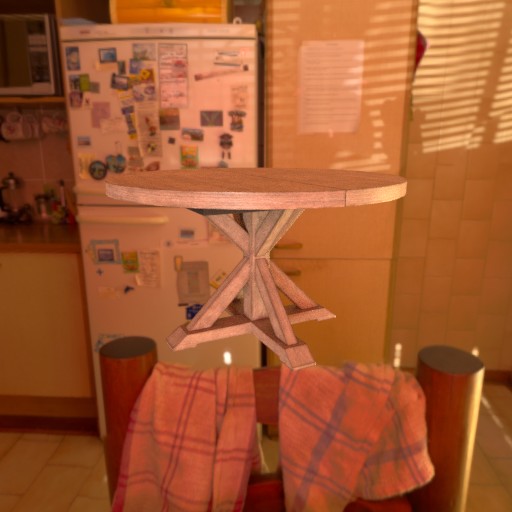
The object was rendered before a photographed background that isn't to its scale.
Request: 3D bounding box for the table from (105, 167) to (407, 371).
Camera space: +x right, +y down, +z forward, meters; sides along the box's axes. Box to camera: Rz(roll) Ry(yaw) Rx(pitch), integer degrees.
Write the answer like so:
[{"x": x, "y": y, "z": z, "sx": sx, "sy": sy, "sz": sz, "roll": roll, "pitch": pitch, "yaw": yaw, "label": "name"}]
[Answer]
[{"x": 0.000, "y": 0.000, "z": 2.195, "sx": 1.363, "sy": 0.781, "sz": 1.363, "roll": 0, "pitch": 15, "yaw": 0, "label": "table"}]
